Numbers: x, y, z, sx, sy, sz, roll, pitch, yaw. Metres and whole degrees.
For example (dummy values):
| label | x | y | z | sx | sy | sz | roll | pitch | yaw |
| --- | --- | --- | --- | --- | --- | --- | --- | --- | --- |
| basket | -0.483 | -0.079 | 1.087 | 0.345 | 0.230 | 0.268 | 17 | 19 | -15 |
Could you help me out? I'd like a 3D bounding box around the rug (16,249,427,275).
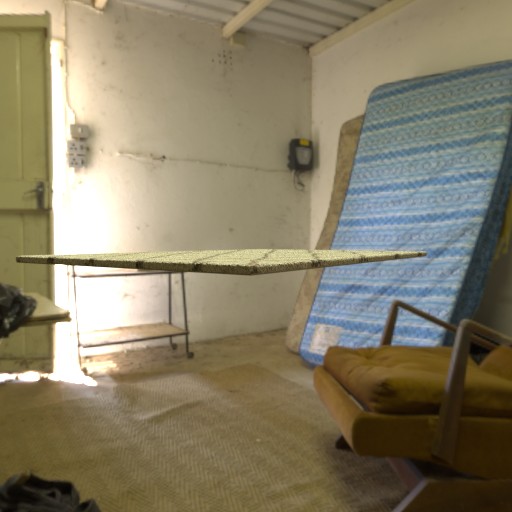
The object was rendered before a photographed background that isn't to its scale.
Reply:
| label | x | y | z | sx | sy | sz | roll | pitch | yaw |
| --- | --- | --- | --- | --- | --- | --- | --- | --- | --- |
| rug | 0.000 | 0.000 | 2.227 | 1.219 | 0.030 | 1.778 | 1 | 2 | 35 |
